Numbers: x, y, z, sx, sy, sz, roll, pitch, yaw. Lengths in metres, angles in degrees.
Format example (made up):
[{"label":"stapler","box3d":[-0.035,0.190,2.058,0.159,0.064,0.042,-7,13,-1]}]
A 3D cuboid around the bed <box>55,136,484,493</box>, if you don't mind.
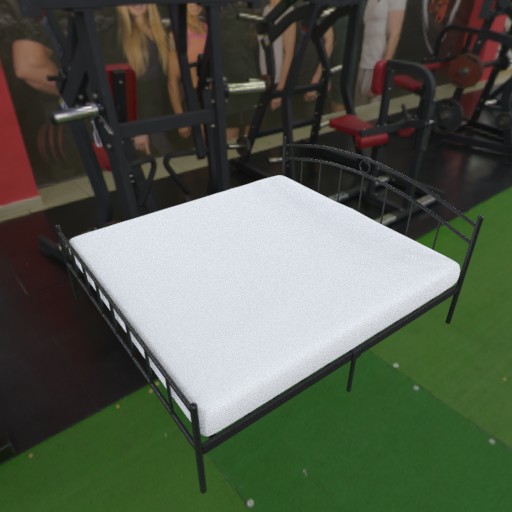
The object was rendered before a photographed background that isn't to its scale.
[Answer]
[{"label":"bed","box3d":[0.000,0.000,2.996,2.040,0.940,1.880,-22,39,-30]}]
